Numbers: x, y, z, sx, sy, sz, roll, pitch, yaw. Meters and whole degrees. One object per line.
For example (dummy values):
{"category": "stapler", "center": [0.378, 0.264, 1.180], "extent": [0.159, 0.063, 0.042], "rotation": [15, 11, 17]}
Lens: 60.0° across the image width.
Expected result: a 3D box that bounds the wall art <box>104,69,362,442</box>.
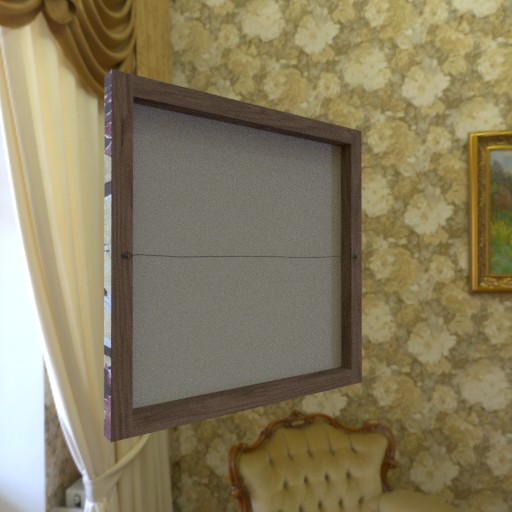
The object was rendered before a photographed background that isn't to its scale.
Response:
{"category": "wall art", "center": [0.000, 0.000, 0.918], "extent": [0.609, 0.613, 0.041], "rotation": [0, -1, -36]}
